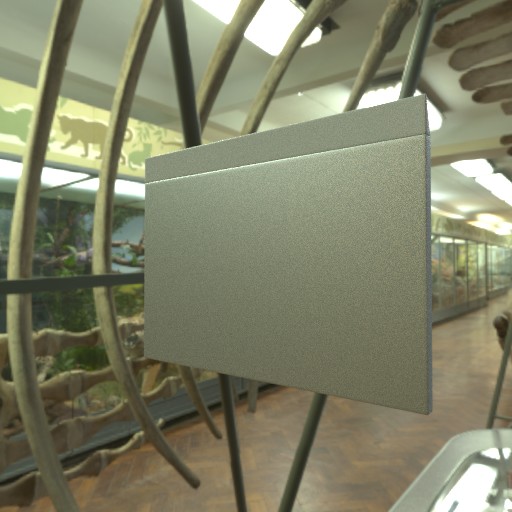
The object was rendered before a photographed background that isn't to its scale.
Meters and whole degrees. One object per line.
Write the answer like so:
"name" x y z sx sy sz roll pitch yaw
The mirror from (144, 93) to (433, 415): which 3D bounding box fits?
"mirror" 0.000 0.000 1.145 0.870 0.630 0.030 -1 -1 38
